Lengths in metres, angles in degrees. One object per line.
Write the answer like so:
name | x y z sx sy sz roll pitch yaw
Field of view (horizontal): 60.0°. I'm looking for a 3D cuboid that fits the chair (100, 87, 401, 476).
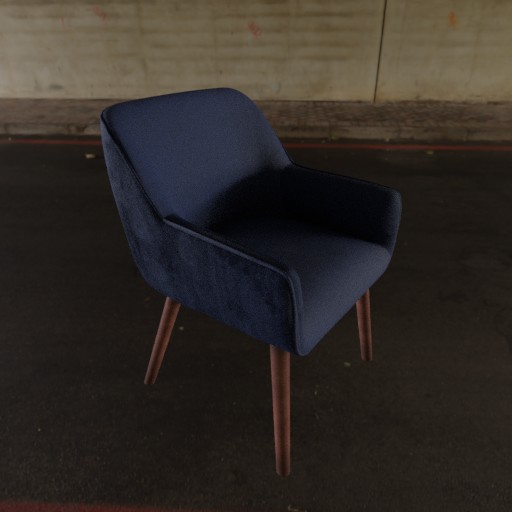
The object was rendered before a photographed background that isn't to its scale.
chair | 0.000 0.000 1.236 0.600 0.820 0.600 18 32 31
